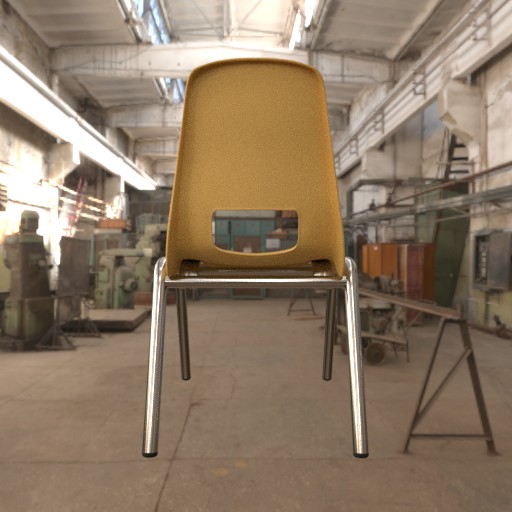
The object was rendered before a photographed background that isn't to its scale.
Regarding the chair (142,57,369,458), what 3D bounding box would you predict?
[{"bbox_3d":[0.000,0.000,0.843,0.354,0.586,0.423,0,0,0],"label":"chair"}]
